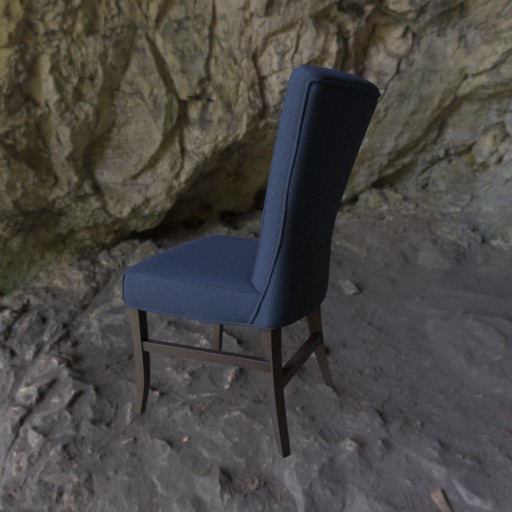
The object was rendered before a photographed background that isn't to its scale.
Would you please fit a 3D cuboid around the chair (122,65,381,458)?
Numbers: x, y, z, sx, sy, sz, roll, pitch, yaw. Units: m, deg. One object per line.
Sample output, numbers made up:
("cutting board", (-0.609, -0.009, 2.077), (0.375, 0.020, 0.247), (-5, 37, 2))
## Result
("chair", (0.000, 0.000, 1.340), (0.660, 0.991, 0.520), (8, 18, 26))
